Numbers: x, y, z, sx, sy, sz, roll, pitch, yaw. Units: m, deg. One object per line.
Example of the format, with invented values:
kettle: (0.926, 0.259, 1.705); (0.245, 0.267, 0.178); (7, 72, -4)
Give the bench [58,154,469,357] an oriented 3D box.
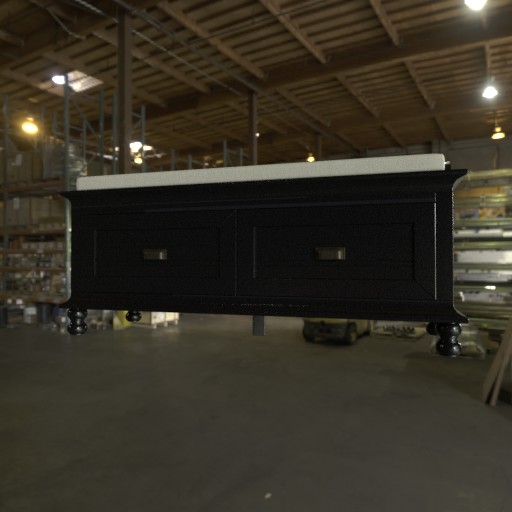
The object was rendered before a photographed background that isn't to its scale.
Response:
bench: (0.000, 0.000, 1.423); (1.185, 0.501, 0.402); (0, -1, 17)
